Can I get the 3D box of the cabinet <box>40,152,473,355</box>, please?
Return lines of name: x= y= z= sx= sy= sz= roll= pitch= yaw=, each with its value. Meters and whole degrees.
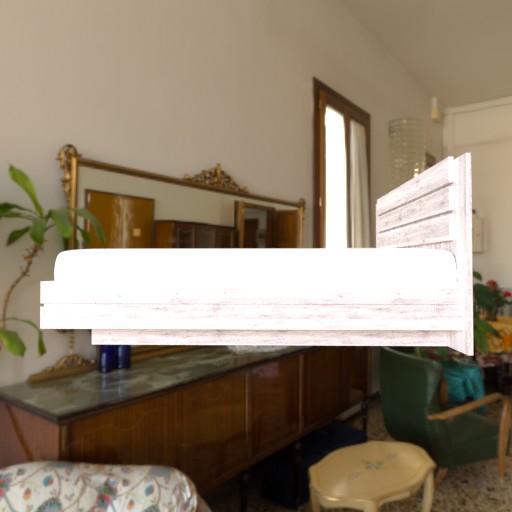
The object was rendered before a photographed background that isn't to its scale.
cabinet: x=0.000 y=0.000 z=2.985 sx=2.080 sy=0.970 sz=1.750 roll=0 pitch=-1 yaw=2
